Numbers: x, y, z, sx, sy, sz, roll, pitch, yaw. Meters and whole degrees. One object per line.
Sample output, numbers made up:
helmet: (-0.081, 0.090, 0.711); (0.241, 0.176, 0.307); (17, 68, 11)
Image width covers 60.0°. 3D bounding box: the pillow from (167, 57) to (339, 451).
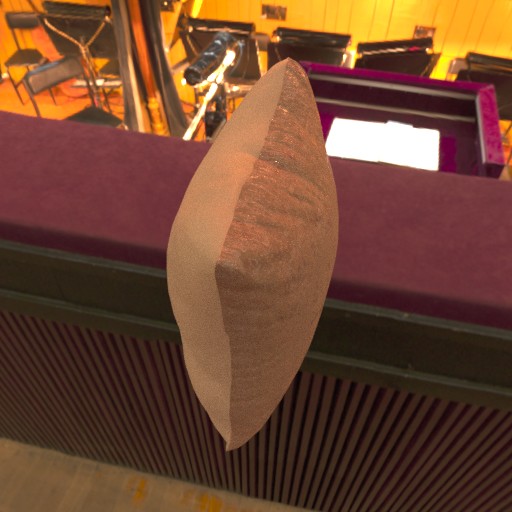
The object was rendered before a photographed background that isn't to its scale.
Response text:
pillow: (0.000, 0.000, 0.699); (0.245, 0.448, 0.450); (10, 47, 9)
